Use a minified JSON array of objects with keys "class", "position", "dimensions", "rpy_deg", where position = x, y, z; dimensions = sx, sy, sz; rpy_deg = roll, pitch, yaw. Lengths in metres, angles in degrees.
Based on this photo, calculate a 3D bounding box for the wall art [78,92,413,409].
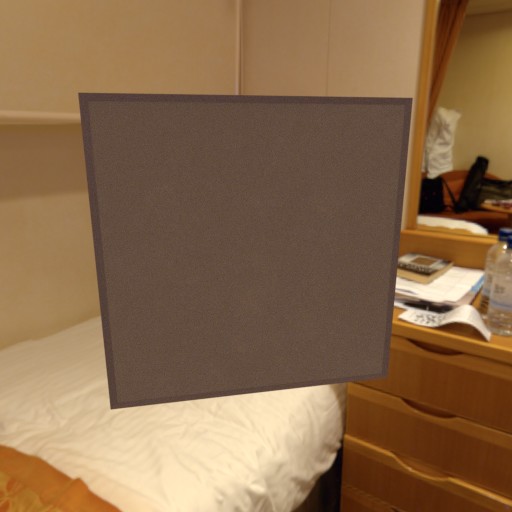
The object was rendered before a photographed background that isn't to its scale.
[{"class":"wall art","position":[0.000,0.000,1.114],"dimensions":[0.761,0.758,0.038],"rpy_deg":[-3,16,-11]}]
